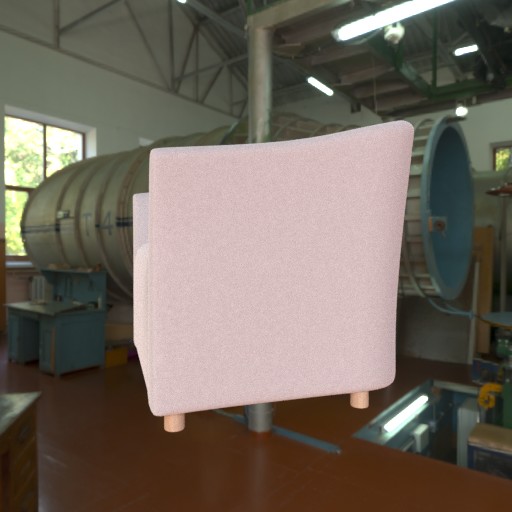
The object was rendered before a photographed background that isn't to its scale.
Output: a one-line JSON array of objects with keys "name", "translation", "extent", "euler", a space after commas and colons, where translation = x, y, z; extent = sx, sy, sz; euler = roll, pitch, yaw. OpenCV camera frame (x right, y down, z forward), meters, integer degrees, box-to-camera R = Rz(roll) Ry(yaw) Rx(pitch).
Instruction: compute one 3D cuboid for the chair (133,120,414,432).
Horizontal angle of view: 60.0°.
[{"name": "chair", "translation": [0.000, 0.000, 1.342], "extent": [0.700, 0.720, 0.790], "euler": [0, 1, -18]}]
